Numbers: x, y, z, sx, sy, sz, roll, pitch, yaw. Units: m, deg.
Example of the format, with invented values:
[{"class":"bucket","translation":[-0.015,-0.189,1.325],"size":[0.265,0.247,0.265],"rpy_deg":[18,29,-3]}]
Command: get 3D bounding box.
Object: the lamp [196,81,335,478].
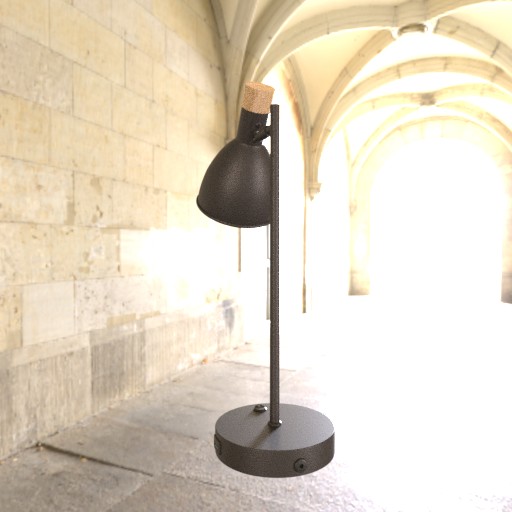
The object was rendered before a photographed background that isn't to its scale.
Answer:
[{"class":"lamp","translation":[0.000,0.000,0.618],"size":[0.152,0.483,0.287],"rpy_deg":[0,1,-20]}]
